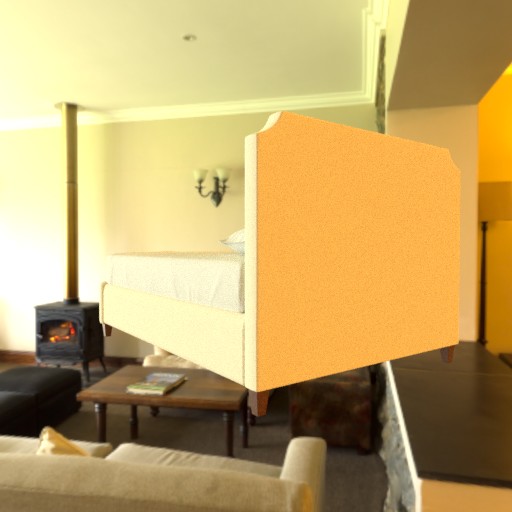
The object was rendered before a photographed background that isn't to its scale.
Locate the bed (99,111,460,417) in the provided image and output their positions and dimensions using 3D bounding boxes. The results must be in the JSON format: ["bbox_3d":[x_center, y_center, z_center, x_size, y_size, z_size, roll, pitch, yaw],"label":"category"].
[{"bbox_3d":[0.000,0.000,3.414,1.703,1.415,2.329,-1,2,-36],"label":"bed"}]
